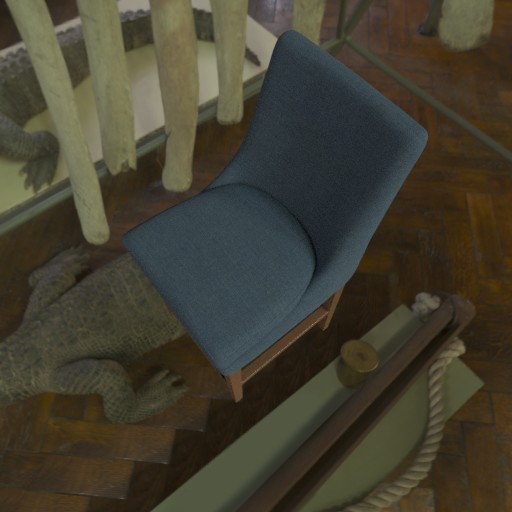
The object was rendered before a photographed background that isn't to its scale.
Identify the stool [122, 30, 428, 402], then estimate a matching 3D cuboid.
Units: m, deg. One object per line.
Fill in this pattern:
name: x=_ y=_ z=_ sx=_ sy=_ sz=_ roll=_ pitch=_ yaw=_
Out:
stool: x=0.000 y=0.000 z=1.271 sx=0.577 sy=0.981 sz=0.470 roll=-35 pitch=68 yaw=-17
